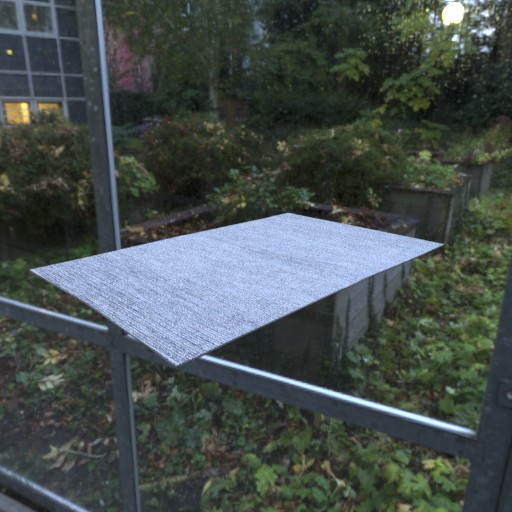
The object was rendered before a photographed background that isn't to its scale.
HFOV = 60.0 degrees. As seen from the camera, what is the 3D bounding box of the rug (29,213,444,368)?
[{"bbox_3d":[0.000,0.000,2.242,1.789,0.021,1.159,-16,24,-42],"label":"rug"}]
